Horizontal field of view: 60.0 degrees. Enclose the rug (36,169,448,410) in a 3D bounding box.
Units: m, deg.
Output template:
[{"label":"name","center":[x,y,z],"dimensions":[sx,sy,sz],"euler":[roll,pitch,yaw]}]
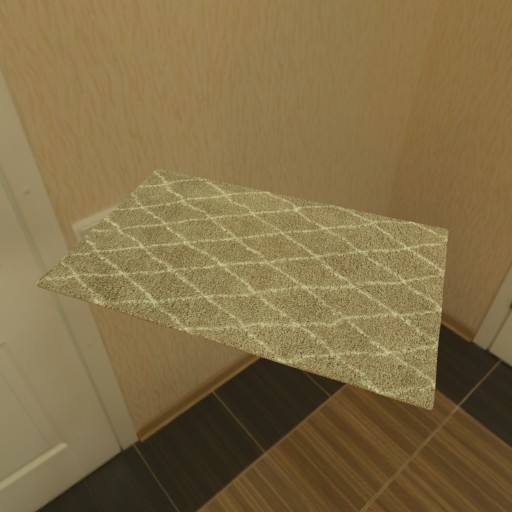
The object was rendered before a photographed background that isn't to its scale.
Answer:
[{"label":"rug","center":[0.000,0.000,3.036],"dimensions":[2.438,0.030,1.524],"euler":[14,44,15]}]
